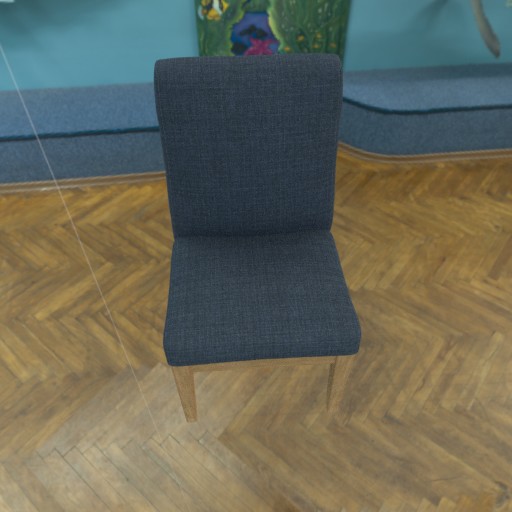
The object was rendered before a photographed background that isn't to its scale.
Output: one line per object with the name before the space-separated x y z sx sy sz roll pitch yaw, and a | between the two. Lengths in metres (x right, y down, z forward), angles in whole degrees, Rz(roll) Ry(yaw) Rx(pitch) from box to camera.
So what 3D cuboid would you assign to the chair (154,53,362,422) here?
chair | 0.000 0.000 1.264 0.507 0.911 0.586 -3 47 -3
